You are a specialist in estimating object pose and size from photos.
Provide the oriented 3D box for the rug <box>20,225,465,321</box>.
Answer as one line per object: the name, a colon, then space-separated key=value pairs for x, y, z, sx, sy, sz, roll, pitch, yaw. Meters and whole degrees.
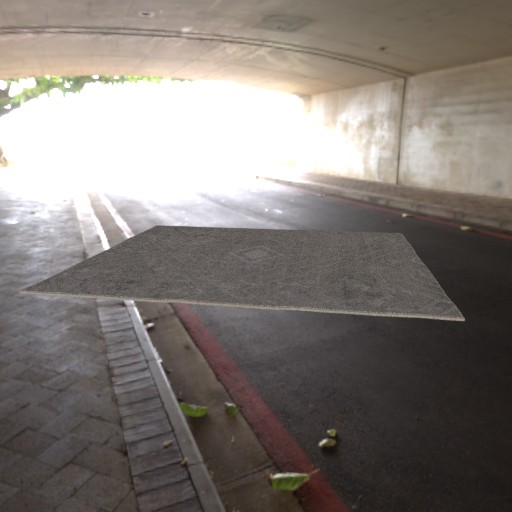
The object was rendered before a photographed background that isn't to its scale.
rug: x=0.000 y=0.000 z=0.882 sx=0.639 sy=0.006 sz=0.548 roll=2 pitch=15 yaw=9
